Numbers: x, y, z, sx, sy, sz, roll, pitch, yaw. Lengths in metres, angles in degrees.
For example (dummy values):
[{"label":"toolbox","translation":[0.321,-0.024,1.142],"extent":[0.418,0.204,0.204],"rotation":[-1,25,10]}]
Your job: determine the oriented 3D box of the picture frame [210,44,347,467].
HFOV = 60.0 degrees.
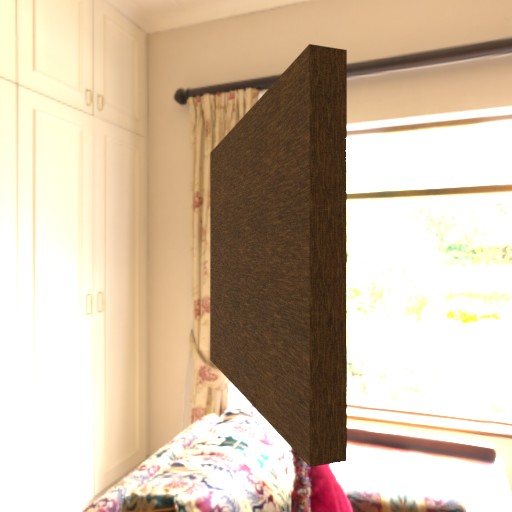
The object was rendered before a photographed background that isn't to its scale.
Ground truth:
[{"label":"picture frame","translation":[0.000,0.000,0.531],"extent":[0.033,0.330,0.378],"rotation":[0,0,-18]}]
